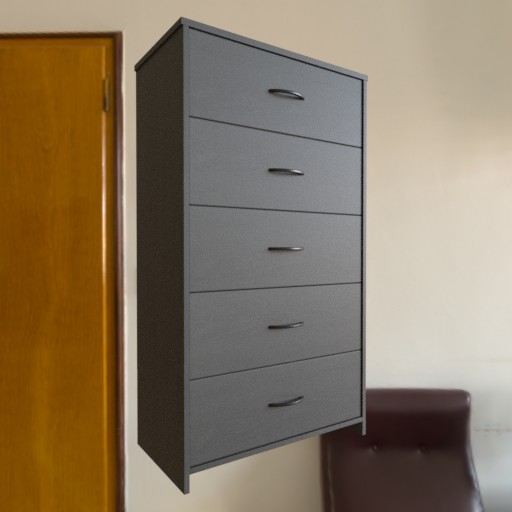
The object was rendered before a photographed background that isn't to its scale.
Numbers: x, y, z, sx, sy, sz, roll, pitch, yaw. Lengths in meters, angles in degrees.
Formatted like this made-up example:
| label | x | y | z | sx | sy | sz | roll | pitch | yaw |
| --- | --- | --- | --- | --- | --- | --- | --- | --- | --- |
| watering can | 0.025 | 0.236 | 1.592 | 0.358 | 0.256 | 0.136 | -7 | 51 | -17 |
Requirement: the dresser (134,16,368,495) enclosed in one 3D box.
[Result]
| label | x | y | z | sx | sy | sz | roll | pitch | yaw |
| --- | --- | --- | --- | --- | --- | --- | --- | --- | --- |
| dresser | 0.000 | 0.000 | 1.502 | 0.704 | 1.255 | 0.399 | -1 | 1 | -34 |
